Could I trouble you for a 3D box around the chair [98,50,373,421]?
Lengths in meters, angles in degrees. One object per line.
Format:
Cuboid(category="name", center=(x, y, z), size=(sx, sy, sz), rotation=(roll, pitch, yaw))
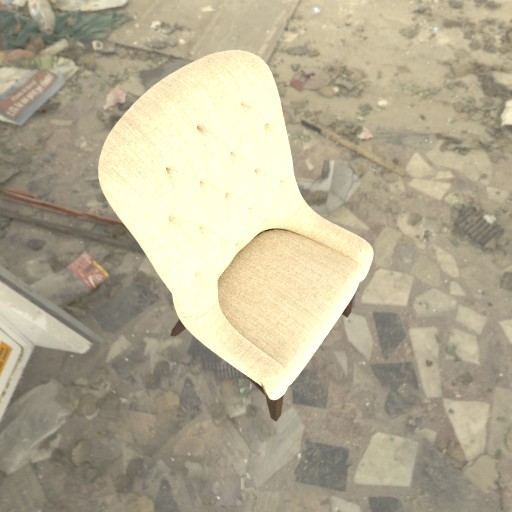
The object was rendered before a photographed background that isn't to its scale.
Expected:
Cuboid(category="chair", center=(0.000, 0.000, 1.471), size=(0.629, 1.091, 0.634), rotation=(32, 63, 18))
